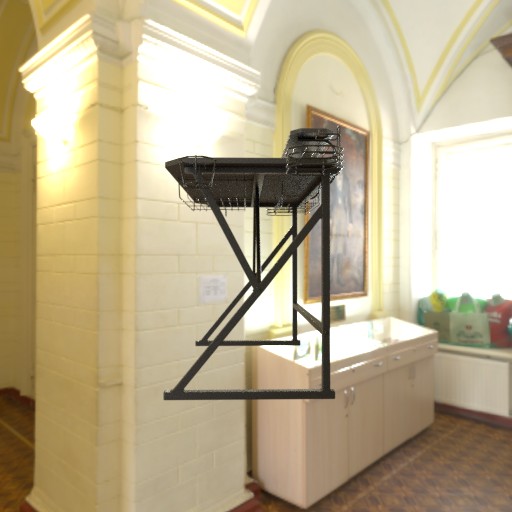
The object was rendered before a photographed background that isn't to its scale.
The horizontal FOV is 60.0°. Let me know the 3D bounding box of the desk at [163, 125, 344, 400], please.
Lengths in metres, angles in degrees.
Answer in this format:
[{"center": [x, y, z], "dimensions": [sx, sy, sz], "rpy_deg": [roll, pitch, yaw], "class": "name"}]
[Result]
[{"center": [0.000, 0.000, 1.784], "dimensions": [0.580, 0.880, 1.290], "rpy_deg": [0, -1, -1], "class": "desk"}]
